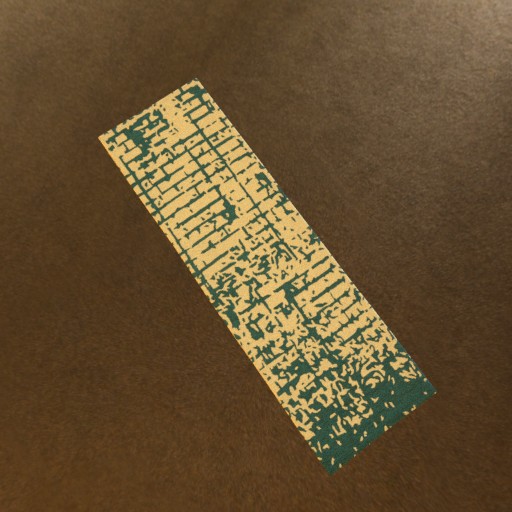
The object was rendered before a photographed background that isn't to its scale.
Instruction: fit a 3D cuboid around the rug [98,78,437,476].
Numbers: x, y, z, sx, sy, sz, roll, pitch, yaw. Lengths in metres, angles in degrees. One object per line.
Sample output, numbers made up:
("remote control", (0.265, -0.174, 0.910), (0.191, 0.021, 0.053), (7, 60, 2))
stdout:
("rug", (0.000, 0.000, 2.649), (0.750, 0.011, 2.435), (-34, 79, -8))
